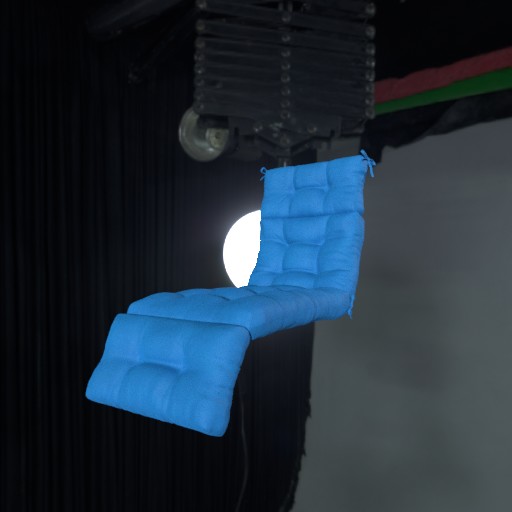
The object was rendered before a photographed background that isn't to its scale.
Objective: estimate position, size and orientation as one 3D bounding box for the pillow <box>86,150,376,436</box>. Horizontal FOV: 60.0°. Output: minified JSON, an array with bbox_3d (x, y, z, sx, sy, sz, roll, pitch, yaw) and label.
[{"bbox_3d":[0.000,0.000,1.536,0.526,0.863,1.016,-1,-2,35],"label":"pillow"}]
